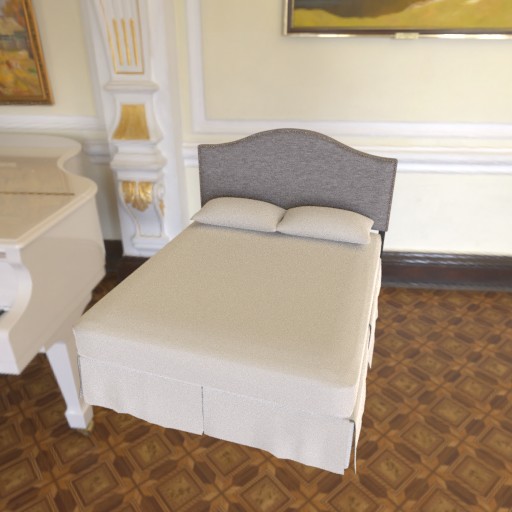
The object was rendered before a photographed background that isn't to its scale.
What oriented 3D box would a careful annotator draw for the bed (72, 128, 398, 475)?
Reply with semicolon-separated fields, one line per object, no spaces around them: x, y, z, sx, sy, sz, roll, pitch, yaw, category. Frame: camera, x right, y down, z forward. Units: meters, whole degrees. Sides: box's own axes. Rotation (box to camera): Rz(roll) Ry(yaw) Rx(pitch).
0.000;0.000;2.863;1.610;1.295;1.870;8;28;16;bed
